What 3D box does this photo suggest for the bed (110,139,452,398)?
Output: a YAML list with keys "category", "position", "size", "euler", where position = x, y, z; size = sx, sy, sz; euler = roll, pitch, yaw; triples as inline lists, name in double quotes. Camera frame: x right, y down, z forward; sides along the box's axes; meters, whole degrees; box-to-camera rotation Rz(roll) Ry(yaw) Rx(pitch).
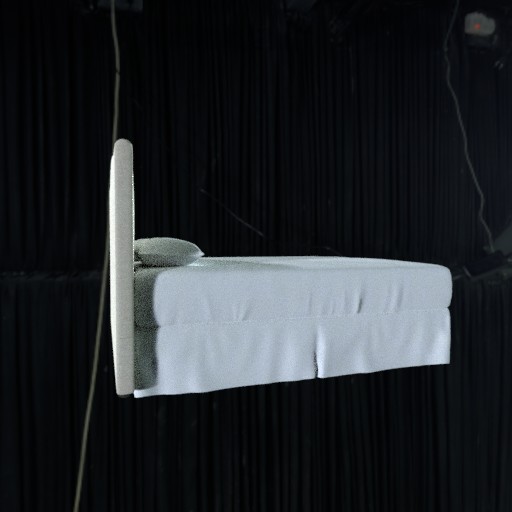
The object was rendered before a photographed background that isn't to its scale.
- category: "bed"
  position: [0.000, 0.000, 3.508]
  size: [2.182, 1.421, 2.083]
  euler: [-1, 2, -19]
